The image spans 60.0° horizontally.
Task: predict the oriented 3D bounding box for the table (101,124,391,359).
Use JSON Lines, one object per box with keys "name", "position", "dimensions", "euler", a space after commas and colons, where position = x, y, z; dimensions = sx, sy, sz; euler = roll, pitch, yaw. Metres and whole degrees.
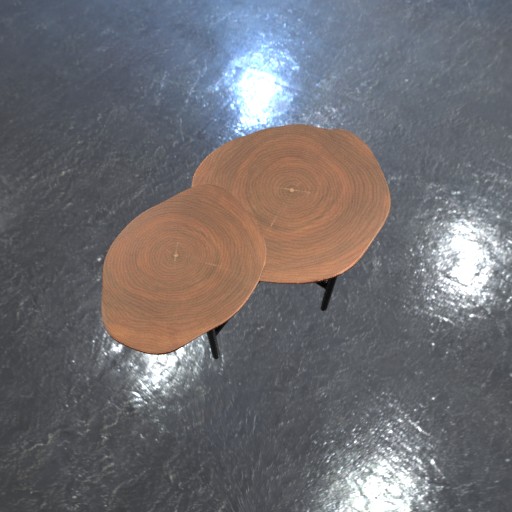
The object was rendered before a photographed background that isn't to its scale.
{"name": "table", "position": [0.000, 0.000, 1.062], "dimensions": [0.442, 0.538, 0.759], "euler": [32, 64, 18]}
